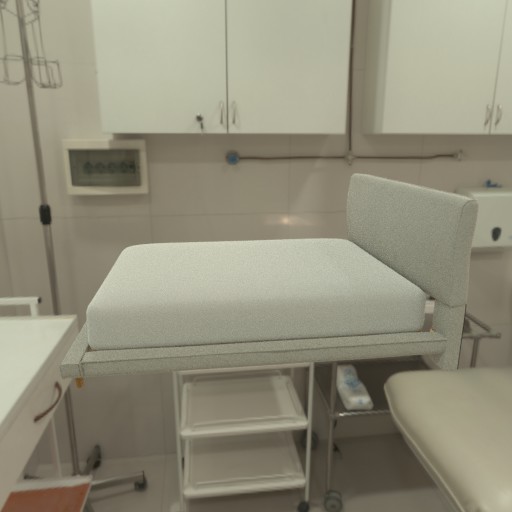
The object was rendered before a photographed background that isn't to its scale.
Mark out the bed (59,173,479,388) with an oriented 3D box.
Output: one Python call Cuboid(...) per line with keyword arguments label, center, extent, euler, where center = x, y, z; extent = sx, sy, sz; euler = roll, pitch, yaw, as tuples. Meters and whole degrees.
Cuboid(label="bed", center=(0.000, 0.000, 3.305), extent=(2.368, 1.067, 1.840), euler=(-2, 15, -7))
